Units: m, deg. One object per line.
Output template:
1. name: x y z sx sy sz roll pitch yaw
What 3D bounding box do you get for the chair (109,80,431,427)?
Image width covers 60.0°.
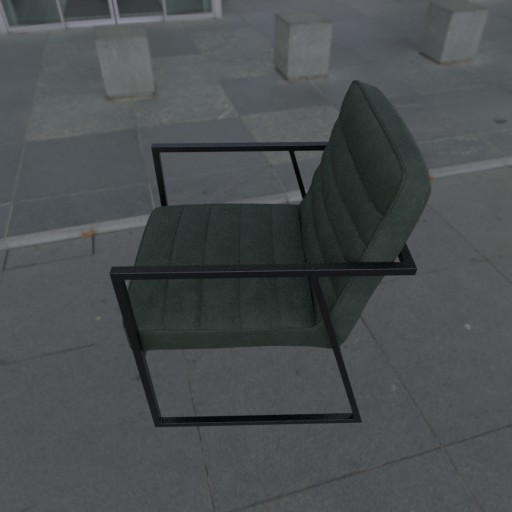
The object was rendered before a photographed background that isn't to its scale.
1. chair: 0.000 0.000 1.254 0.677 0.833 0.571 -1 41 -1
